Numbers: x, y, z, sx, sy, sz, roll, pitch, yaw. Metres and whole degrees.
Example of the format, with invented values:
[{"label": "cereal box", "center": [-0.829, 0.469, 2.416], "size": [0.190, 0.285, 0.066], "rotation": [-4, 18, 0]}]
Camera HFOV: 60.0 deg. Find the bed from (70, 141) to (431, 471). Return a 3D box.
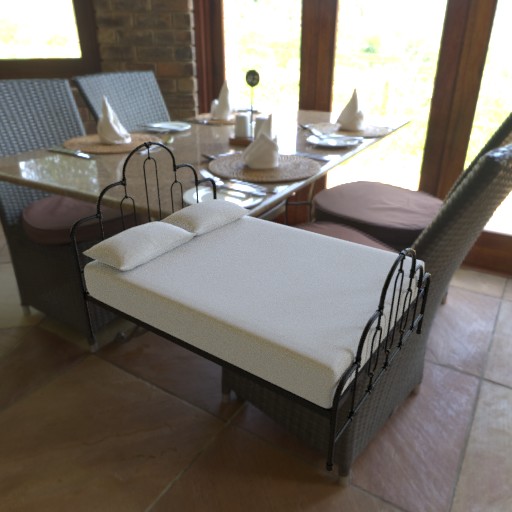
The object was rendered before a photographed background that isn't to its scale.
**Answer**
[{"label": "bed", "center": [0.000, 0.000, 3.310], "size": [2.181, 1.444, 1.626], "rotation": [17, 30, 32]}]
